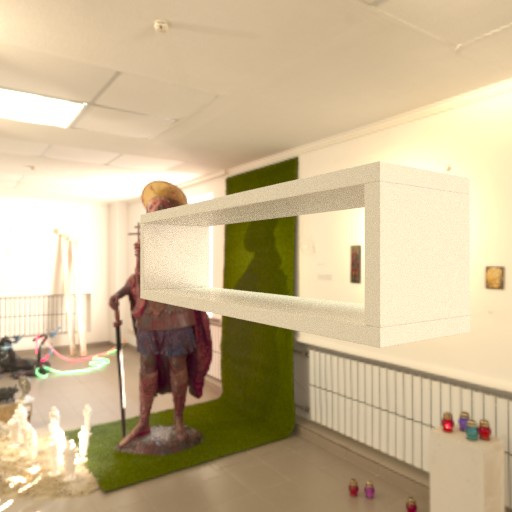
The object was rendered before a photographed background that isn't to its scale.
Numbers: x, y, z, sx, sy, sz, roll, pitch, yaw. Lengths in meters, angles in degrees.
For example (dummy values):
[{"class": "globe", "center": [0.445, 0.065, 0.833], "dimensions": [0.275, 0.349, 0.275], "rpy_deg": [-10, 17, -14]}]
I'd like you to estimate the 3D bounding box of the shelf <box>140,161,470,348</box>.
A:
[{"class": "shelf", "center": [0.000, 0.000, 0.695], "dimensions": [0.150, 0.170, 0.610], "rpy_deg": [0, 0, -35]}]
